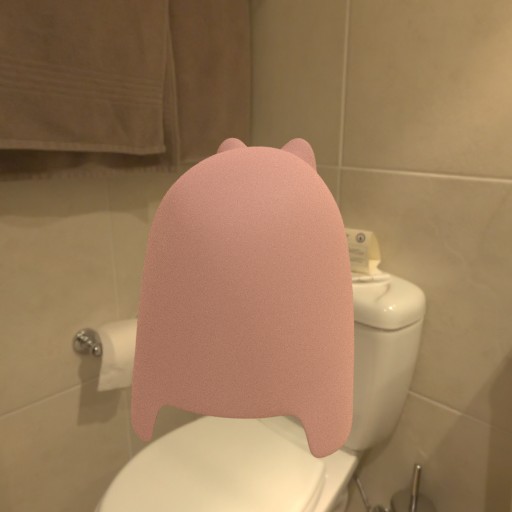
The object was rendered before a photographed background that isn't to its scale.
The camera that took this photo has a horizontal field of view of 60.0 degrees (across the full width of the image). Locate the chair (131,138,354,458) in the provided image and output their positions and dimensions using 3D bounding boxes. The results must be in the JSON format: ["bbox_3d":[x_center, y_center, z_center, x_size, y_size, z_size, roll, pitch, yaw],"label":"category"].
[{"bbox_3d":[0.000,0.000,0.840,0.364,0.423,0.619,2,17,7],"label":"chair"}]
